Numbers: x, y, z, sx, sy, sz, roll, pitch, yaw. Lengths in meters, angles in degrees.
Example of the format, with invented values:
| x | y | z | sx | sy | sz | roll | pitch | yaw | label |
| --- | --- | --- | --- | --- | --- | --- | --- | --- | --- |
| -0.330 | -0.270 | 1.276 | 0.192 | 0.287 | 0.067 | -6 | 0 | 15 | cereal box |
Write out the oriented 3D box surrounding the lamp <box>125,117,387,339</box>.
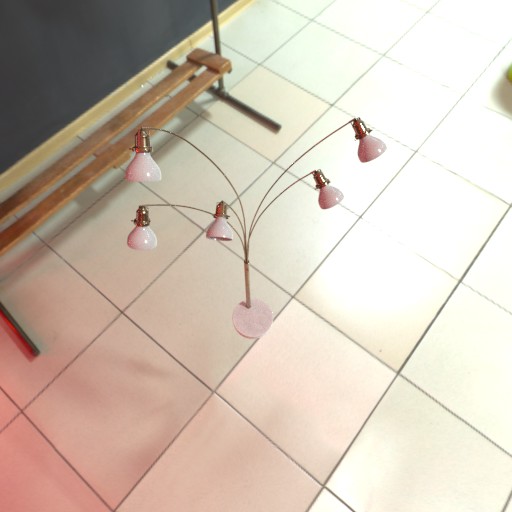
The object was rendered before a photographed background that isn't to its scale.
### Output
| x | y | z | sx | sy | sz | roll | pitch | yaw | label |
| --- | --- | --- | --- | --- | --- | --- | --- | --- | --- |
| 0.000 | 0.000 | 2.911 | 1.405 | 2.423 | 0.361 | -16 | 63 | -8 | lamp |
